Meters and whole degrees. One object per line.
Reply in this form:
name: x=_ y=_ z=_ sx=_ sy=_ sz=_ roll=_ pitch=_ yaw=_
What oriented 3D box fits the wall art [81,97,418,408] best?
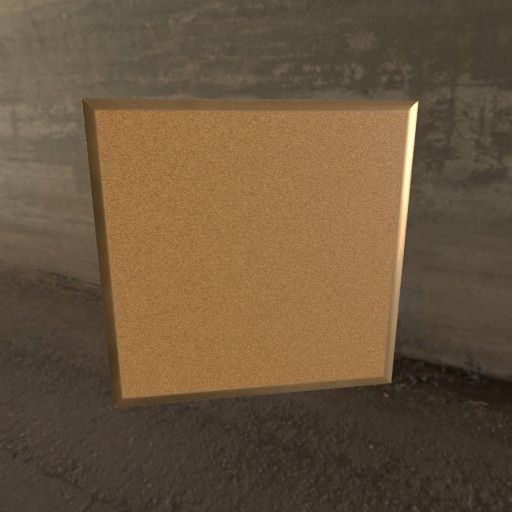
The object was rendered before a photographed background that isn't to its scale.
wall art: x=0.000 y=0.000 z=0.457 sx=0.305 sy=0.303 sz=0.038 roll=-2 pitch=16 yaw=-8
